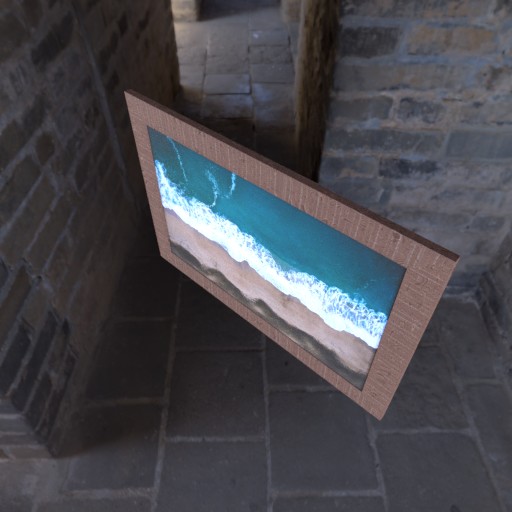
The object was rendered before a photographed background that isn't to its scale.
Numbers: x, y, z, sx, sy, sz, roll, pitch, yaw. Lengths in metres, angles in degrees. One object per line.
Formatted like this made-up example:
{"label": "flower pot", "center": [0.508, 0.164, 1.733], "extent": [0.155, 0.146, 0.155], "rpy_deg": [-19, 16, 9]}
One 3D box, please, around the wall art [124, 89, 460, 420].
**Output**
{"label": "wall art", "center": [0.000, 0.000, 1.185], "extent": [0.917, 0.626, 0.019], "rpy_deg": [33, 55, 28]}
